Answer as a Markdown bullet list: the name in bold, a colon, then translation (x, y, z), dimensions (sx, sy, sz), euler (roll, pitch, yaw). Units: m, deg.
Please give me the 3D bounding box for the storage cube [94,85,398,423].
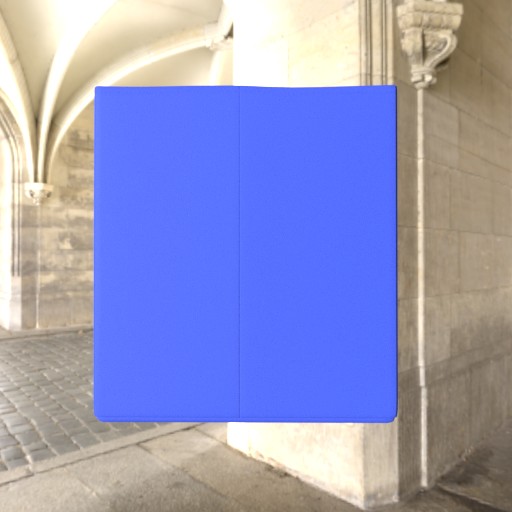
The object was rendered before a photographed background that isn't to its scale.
- **storage cube**: translation (0.000, 0.000, 0.497), dimensions (0.270, 0.280, 0.270), euler (0, 0, 1)
